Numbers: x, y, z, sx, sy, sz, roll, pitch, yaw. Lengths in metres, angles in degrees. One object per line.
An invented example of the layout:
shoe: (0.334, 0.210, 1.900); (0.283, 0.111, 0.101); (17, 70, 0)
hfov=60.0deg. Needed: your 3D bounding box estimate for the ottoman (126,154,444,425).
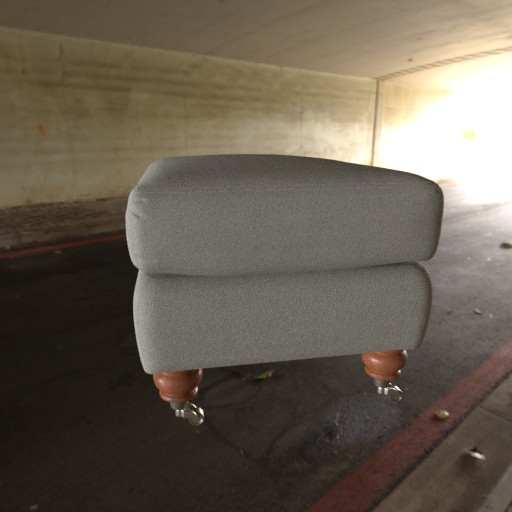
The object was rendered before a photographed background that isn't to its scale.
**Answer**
ottoman: (0.000, 0.000, 1.137); (0.569, 0.504, 0.773); (-3, 15, -10)
